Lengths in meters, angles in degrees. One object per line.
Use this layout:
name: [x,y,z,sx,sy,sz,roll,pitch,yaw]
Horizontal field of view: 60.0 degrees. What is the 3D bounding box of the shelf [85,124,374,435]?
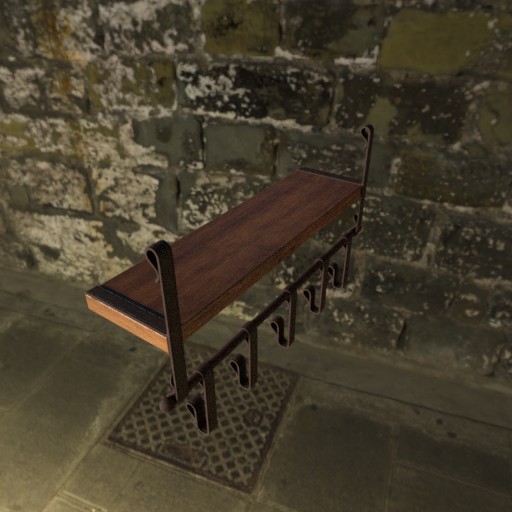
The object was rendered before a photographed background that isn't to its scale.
shelf: [0.000,0.000,0.725,0.146,0.330,0.567,20,37,29]
